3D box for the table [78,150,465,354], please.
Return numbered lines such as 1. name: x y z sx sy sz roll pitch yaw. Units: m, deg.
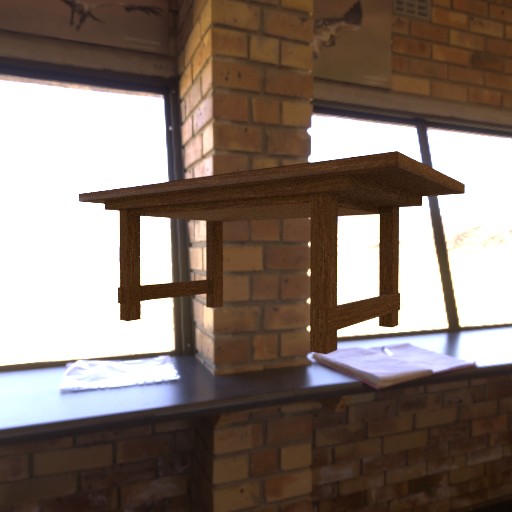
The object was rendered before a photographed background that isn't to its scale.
1. table: 0.000 0.000 2.518 1.982 0.762 1.000 1 1 37
